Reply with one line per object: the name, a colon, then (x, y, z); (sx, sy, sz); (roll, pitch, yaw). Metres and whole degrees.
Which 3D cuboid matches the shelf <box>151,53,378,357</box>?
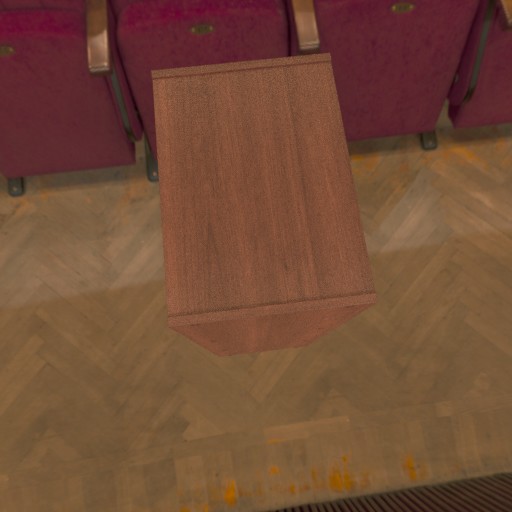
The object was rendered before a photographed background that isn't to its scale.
shelf: (0.000, 0.000, 1.083); (0.290, 0.879, 0.414); (-6, 75, -2)
